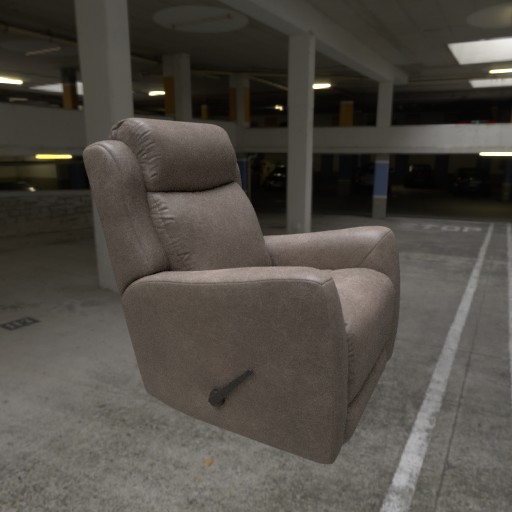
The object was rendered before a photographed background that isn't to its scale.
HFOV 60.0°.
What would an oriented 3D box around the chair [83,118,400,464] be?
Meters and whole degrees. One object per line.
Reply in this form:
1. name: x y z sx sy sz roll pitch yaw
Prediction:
1. chair: 0.000 0.000 1.875 1.068 1.116 0.967 7 16 28
